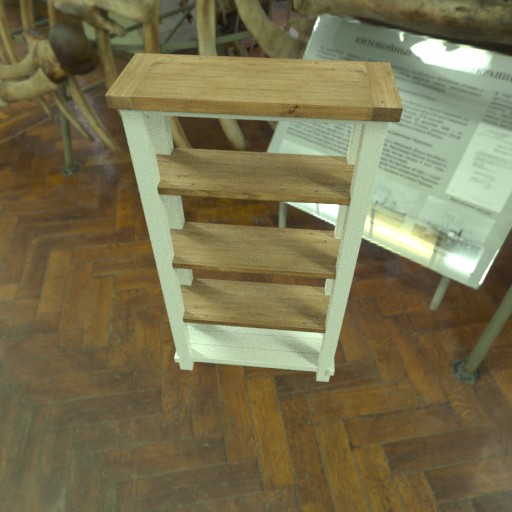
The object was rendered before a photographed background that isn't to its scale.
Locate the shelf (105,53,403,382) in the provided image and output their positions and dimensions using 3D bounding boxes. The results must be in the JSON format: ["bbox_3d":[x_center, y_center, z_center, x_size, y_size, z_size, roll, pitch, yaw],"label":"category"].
[{"bbox_3d":[0.000,0.000,2.309,1.022,1.878,0.381,4,45,4],"label":"shelf"}]
